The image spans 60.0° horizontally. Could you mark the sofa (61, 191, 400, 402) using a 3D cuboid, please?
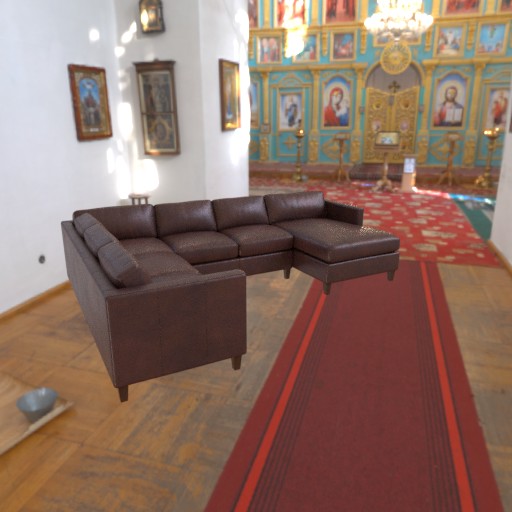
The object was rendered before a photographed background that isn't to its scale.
[{"bbox_3d":[0.000,0.000,4.445,3.324,0.891,2.452,-9,19,-27],"label":"sofa"}]
